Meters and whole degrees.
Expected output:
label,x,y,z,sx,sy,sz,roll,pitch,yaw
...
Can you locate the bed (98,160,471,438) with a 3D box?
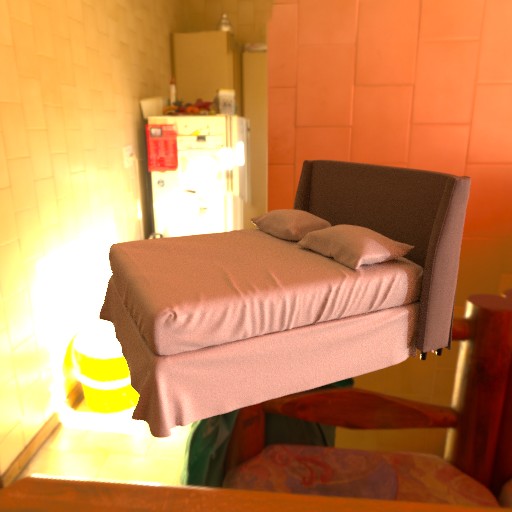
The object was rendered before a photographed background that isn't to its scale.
label,x,y,z,sx,sy,sz,roll,pitch,yaw
bed,0.000,0.000,3.448,2.276,1.332,1.925,-7,18,-24
